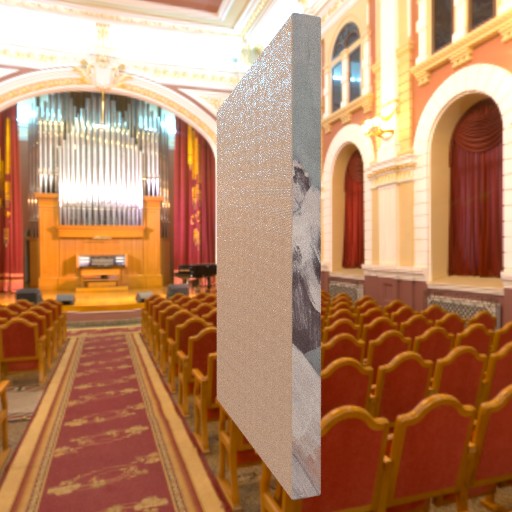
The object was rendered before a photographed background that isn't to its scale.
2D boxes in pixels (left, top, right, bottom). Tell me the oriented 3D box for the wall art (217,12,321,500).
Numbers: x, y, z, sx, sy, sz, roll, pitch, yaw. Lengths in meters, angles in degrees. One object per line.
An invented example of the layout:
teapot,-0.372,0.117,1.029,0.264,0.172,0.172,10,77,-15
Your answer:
wall art,0.000,0.000,1.121,0.061,0.911,0.609,0,0,-18
